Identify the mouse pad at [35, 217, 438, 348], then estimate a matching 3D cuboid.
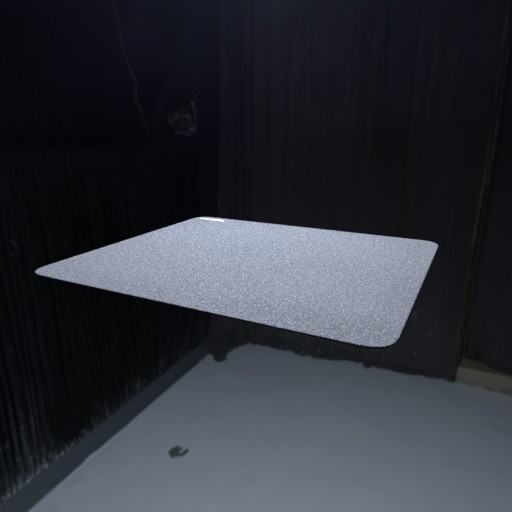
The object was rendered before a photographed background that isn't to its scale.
[{"bbox_3d":[0.000,0.000,0.628,0.451,0.002,0.393,8,19,26],"label":"mouse pad"}]
